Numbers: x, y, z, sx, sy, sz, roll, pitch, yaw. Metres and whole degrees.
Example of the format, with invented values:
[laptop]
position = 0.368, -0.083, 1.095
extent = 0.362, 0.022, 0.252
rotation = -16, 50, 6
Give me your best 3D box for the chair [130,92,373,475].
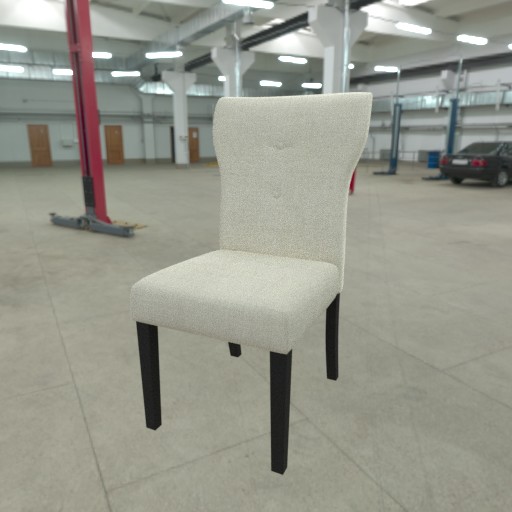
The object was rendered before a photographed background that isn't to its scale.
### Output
[chair]
position = 0.000, 0.000, 1.279
extent = 0.509, 0.921, 0.597
rotation = 7, 17, 25
